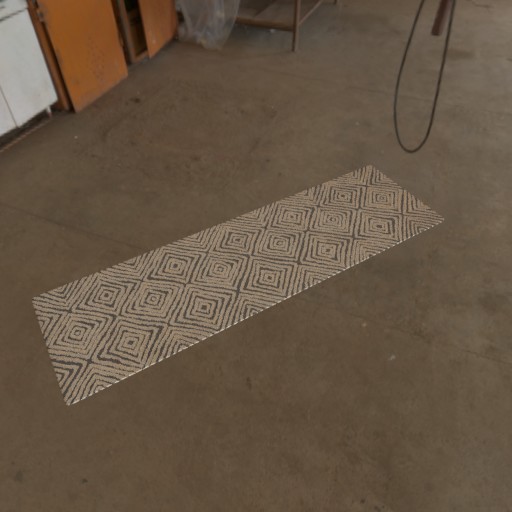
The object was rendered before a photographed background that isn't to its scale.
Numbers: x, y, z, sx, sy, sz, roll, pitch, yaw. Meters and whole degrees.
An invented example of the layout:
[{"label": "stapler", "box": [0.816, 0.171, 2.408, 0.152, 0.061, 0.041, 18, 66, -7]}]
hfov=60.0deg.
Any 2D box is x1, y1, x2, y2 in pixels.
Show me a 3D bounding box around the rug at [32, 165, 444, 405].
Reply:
[{"label": "rug", "box": [0.000, 0.000, 2.475, 2.277, 0.008, 0.676, -24, 50, -21]}]
